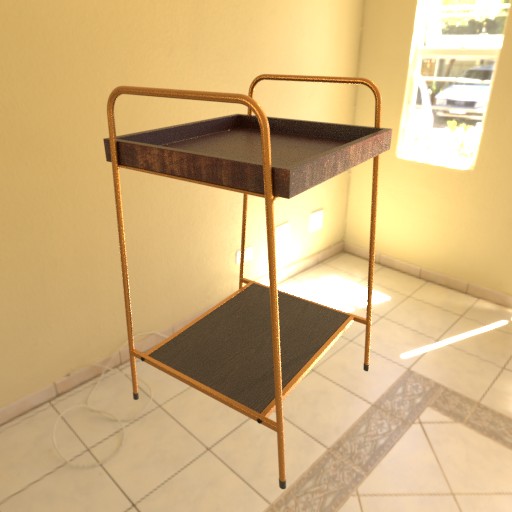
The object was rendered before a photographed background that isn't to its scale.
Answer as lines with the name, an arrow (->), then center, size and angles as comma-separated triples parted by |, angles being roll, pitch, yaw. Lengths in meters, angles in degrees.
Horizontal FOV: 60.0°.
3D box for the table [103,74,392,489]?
table -> 0.000, 0.000, 0.966 | 0.430, 0.710, 0.430 | 17, 30, 31
